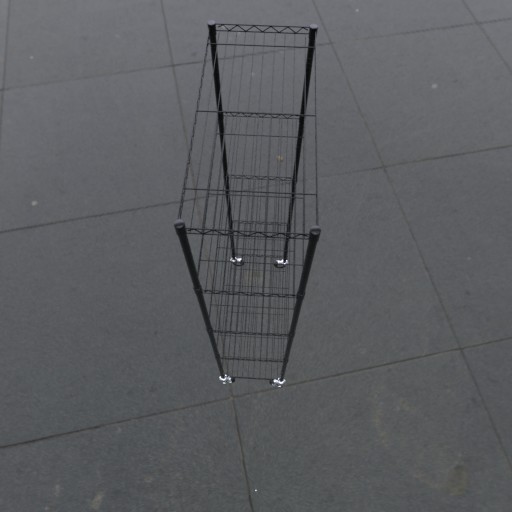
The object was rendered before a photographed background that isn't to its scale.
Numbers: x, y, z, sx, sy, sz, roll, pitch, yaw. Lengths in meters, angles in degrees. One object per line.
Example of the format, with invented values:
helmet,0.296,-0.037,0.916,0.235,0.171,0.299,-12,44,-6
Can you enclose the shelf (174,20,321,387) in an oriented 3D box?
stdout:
shelf,0.000,0.000,1.902,0.356,1.645,0.762,3,62,1
